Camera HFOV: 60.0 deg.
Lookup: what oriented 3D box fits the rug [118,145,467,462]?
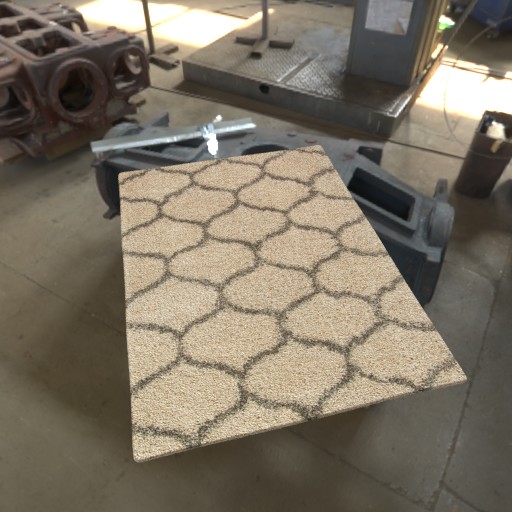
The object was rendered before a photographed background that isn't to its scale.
[{"bbox_3d":[0.000,0.000,2.053,1.200,0.025,1.600,-10,47,-10],"label":"rug"}]
